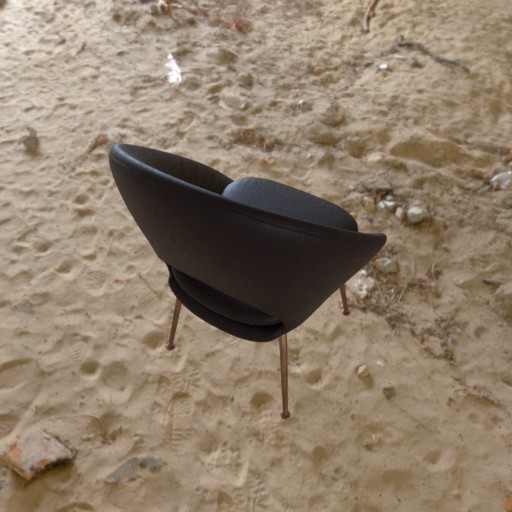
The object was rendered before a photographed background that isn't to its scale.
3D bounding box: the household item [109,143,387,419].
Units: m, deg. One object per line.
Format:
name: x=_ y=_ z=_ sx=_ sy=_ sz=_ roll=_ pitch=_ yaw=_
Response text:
household item: x=0.000 y=0.000 z=1.216 sx=0.623 sy=0.852 sz=0.573 roll=25 pitch=52 yaw=21
